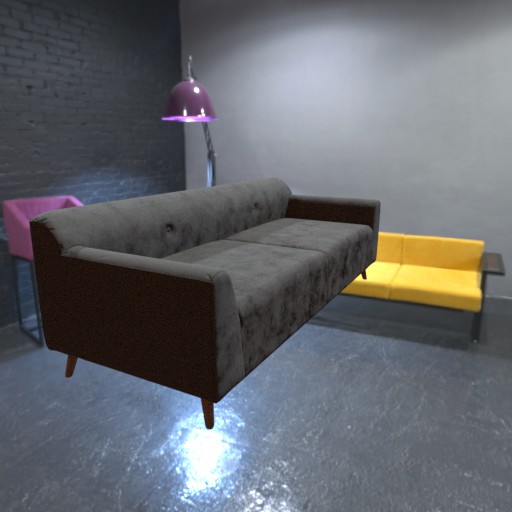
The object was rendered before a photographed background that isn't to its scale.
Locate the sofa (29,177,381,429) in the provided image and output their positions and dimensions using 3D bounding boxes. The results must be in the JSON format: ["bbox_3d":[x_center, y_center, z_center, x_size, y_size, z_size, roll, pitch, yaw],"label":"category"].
[{"bbox_3d":[0.000,0.000,2.577,0.900,0.740,2.190,8,16,28],"label":"sofa"}]
